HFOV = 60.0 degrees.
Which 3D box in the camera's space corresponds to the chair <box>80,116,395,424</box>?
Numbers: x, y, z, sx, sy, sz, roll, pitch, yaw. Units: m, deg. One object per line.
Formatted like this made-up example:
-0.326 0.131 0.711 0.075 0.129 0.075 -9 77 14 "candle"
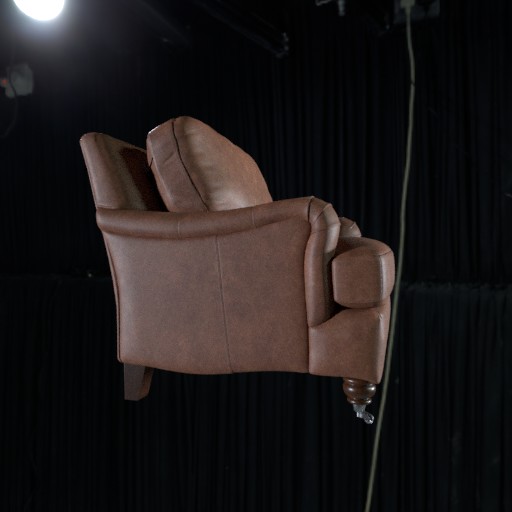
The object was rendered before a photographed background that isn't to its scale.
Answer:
0.000 0.000 1.937 1.158 1.055 0.986 0 0 18 "chair"
